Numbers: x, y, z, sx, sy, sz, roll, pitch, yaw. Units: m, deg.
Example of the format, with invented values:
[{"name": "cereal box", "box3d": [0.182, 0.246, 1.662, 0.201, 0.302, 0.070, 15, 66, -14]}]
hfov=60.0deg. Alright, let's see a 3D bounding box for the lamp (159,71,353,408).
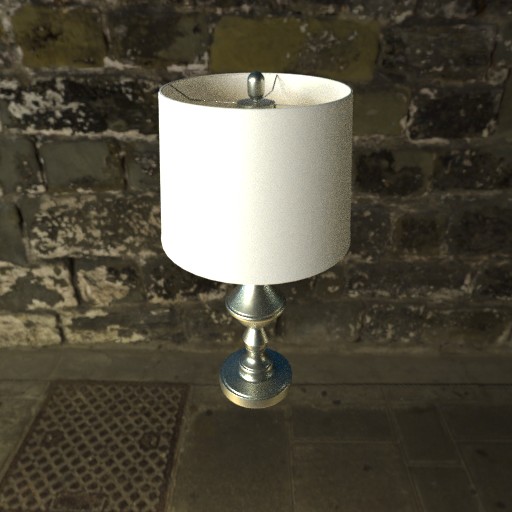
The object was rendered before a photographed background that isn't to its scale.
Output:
[{"name": "lamp", "box3d": [0.000, 0.000, 0.943, 0.383, 0.733, 0.383, 0, 31, 0]}]
